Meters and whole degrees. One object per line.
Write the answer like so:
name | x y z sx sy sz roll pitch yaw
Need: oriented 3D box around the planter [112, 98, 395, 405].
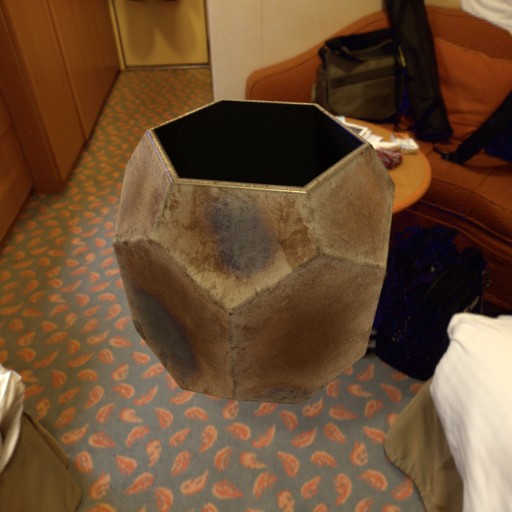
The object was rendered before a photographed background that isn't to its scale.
planter | 0.000 0.000 0.415 0.243 0.238 0.221 27 46 29
